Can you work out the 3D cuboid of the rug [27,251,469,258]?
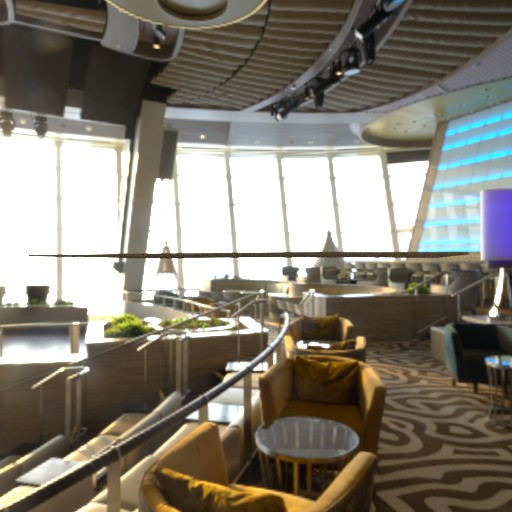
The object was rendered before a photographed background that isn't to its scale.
[{"bbox_3d":[0.000,0.000,3.087,2.498,0.022,1.535,0,-1,18],"label":"rug"}]
